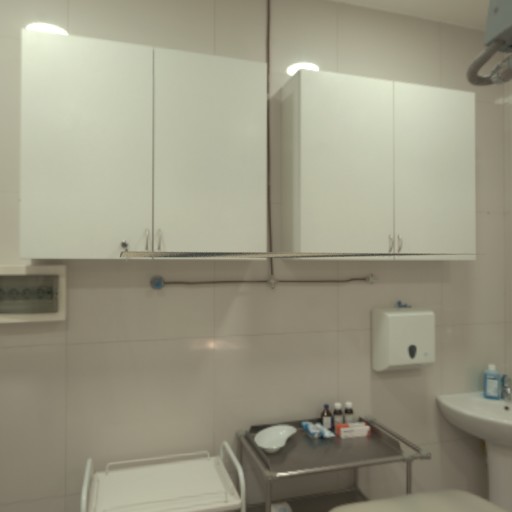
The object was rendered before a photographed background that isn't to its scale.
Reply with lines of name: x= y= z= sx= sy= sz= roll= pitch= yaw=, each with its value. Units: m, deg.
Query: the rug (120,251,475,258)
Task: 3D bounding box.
rug: x=0.000 y=0.000 z=4.182 sx=2.453 sy=0.004 sz=3.037 roll=0 pitch=-1 yaw=-17
